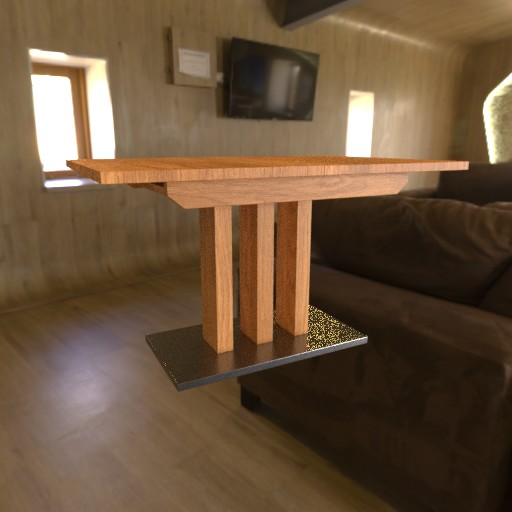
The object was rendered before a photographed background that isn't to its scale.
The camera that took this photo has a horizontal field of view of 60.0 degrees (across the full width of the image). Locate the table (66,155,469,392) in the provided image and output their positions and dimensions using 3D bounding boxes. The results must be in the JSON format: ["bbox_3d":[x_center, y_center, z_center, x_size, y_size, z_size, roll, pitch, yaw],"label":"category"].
[{"bbox_3d":[0.000,0.000,1.824,1.300,0.770,0.900,-7,16,-26],"label":"table"}]
